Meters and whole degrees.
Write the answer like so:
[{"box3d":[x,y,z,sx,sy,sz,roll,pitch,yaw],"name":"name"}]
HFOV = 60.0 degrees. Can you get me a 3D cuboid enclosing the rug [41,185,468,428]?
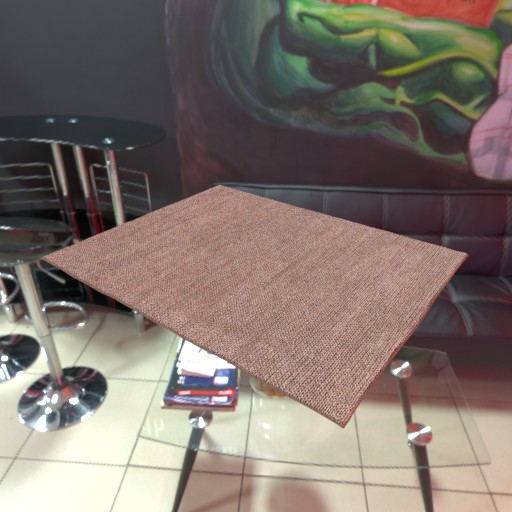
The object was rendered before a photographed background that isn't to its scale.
[{"box3d":[0.000,0.000,4.026,3.052,0.030,2.429,20,35,32],"name":"rug"}]
